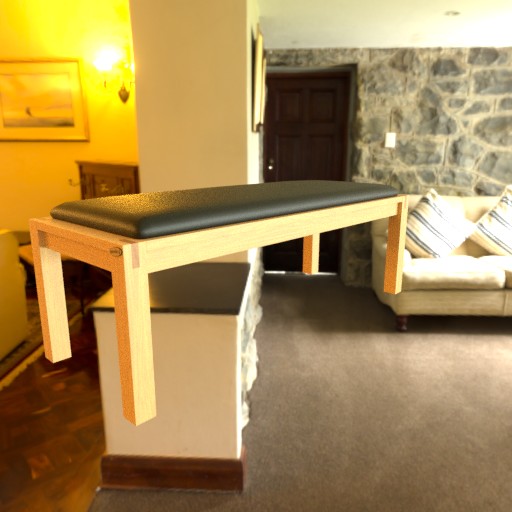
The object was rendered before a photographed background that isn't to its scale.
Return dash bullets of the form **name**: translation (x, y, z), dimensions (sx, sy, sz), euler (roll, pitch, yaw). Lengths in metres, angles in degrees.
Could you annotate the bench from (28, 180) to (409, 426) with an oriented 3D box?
- **bench**: translation (0.000, 0.000, 1.431), dimensions (0.450, 0.430, 1.202), euler (13, 19, 42)
